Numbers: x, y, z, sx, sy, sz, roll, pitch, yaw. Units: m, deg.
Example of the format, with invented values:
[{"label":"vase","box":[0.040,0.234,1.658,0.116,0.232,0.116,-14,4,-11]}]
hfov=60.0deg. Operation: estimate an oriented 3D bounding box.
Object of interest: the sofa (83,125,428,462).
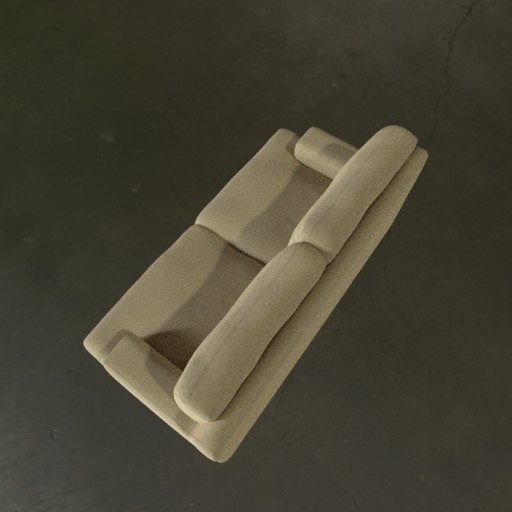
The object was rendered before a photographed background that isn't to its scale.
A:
[{"label":"sofa","box":[0.000,0.000,2.433,0.962,0.967,1.885,33,68,15]}]
